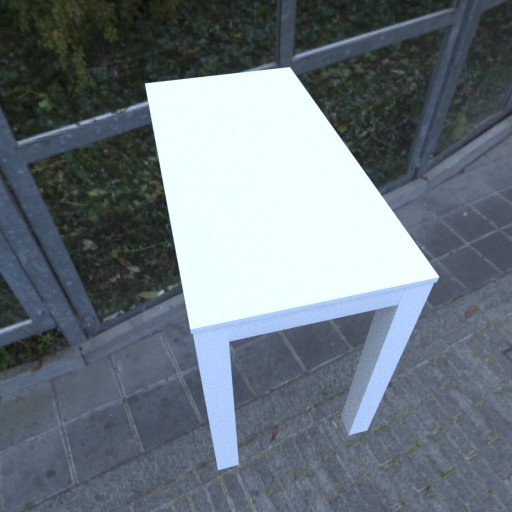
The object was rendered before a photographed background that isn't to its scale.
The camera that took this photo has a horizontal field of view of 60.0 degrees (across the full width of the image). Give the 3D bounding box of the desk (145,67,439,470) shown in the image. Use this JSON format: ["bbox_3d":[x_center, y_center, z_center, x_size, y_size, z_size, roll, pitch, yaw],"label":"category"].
[{"bbox_3d":[0.000,0.000,1.443,0.497,0.762,0.990,-11,47,-10],"label":"desk"}]
